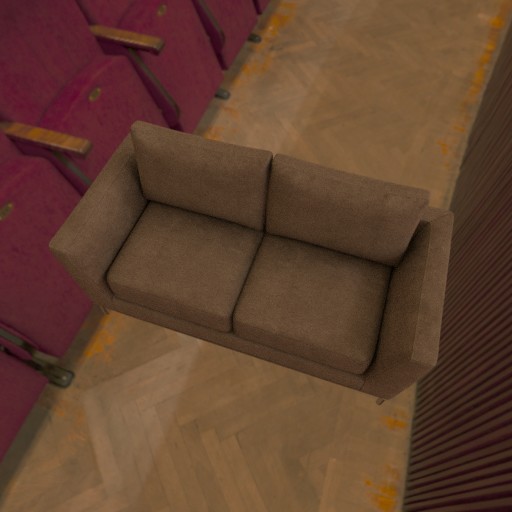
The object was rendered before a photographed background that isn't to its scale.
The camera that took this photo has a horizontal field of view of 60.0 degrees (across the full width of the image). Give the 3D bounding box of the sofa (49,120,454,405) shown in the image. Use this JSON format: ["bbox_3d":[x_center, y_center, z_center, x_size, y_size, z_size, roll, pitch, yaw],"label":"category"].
[{"bbox_3d":[0.000,0.000,2.361,1.832,1.013,0.855,16,59,10],"label":"sofa"}]
